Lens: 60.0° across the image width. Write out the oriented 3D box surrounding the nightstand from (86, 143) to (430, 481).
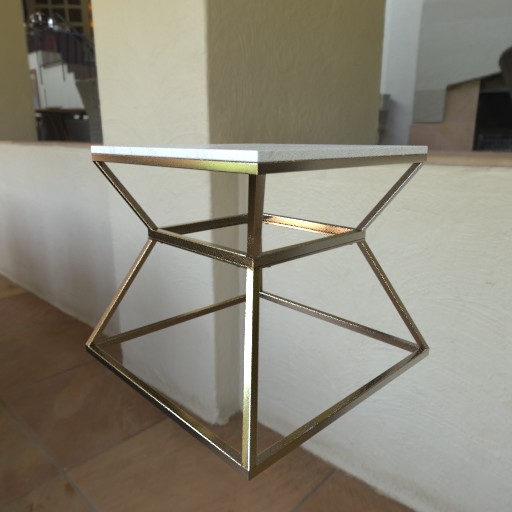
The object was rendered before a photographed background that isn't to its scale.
[{"bbox_3d":[0.000,0.000,0.884,0.514,0.426,0.513,-14,20,-42],"label":"nightstand"}]
